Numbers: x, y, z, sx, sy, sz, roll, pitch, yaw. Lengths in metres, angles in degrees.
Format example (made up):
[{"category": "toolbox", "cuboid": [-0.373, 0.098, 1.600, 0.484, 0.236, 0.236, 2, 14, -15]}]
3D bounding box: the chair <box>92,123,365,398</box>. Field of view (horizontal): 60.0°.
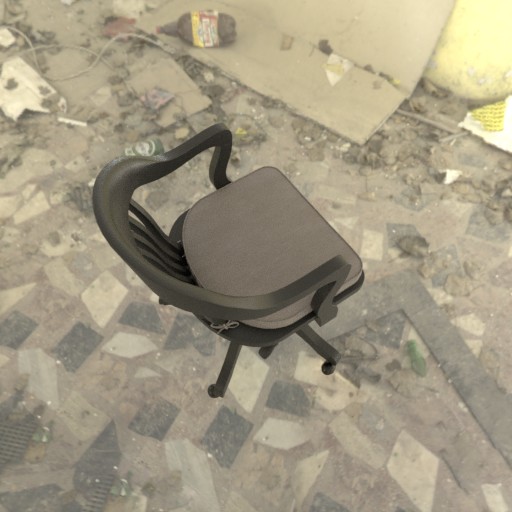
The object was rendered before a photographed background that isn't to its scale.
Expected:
[{"category": "chair", "cuboid": [0.000, 0.000, 1.438, 0.788, 0.878, 0.750, -29, 63, -17]}]
